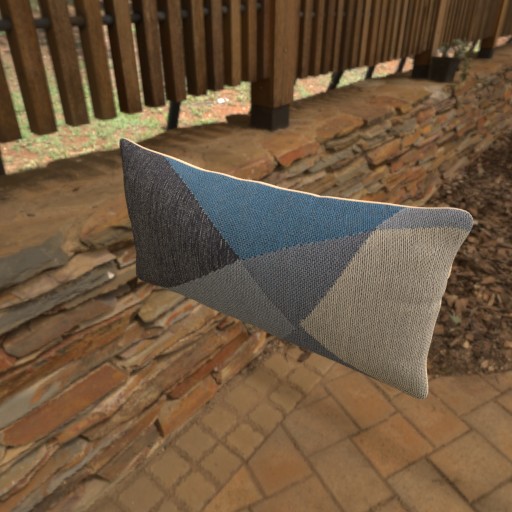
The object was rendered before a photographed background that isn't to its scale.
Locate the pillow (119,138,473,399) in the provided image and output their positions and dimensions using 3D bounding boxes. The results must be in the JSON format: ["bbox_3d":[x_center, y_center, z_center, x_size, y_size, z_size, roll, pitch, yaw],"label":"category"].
[{"bbox_3d":[0.000,0.000,0.726,0.604,0.307,0.148,18,35,28],"label":"pillow"}]
